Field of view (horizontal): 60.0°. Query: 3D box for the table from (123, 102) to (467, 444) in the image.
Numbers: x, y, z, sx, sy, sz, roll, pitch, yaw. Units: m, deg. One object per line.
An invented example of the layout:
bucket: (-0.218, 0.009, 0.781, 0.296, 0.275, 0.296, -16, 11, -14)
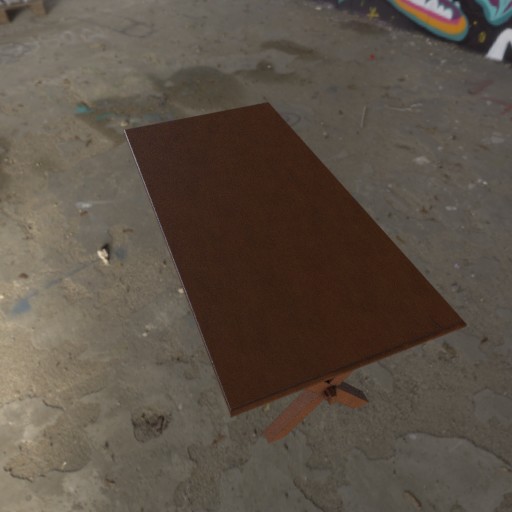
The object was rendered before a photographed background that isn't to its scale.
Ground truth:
table: (0.000, 0.000, 1.519, 0.594, 0.459, 1.197, -16, 48, -15)
